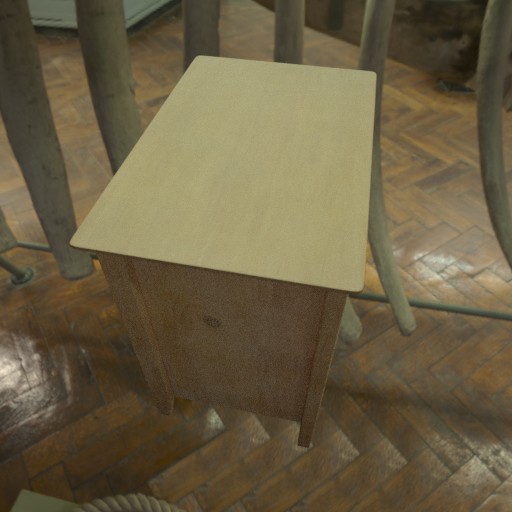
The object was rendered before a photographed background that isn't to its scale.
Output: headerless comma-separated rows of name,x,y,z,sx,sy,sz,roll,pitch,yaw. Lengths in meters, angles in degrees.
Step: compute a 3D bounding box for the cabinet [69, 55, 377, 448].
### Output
cabinet,0.000,0.000,1.254,0.503,0.762,0.763,9,48,8
